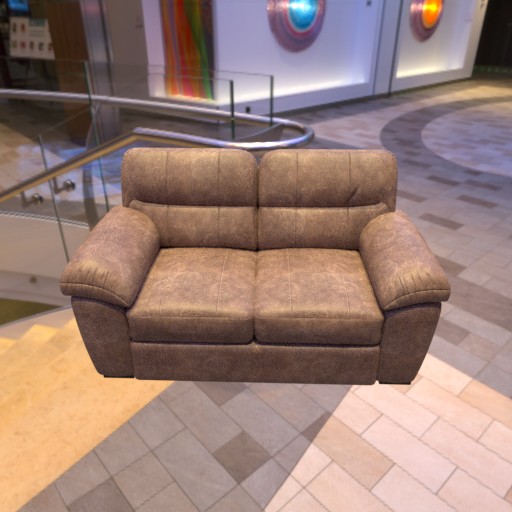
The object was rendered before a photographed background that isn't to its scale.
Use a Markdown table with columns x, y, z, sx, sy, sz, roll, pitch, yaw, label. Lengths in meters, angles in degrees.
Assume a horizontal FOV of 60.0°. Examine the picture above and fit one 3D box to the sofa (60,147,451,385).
| x | y | z | sx | sy | sz | roll | pitch | yaw | label |
| --- | --- | --- | --- | --- | --- | --- | --- | --- | --- |
| 0.000 | 0.000 | 2.417 | 1.753 | 0.991 | 0.991 | 1 | 29 | 2 | sofa |
